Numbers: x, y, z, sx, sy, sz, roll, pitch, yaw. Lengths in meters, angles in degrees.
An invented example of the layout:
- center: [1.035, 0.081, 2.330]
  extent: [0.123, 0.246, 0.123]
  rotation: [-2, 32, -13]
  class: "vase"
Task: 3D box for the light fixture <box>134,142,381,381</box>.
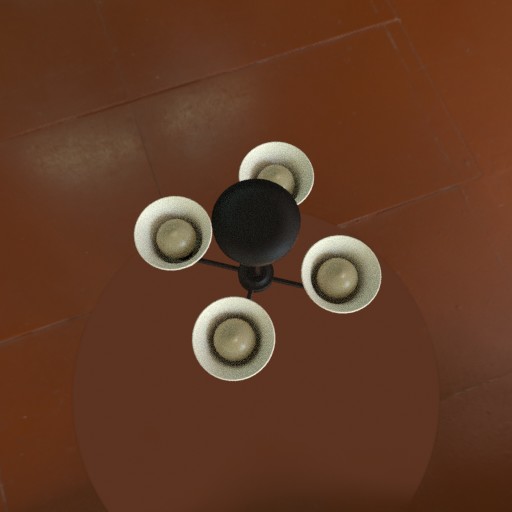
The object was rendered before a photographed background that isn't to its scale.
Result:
- center: [0.000, 0.000, 1.931]
  extent: [1.069, 0.925, 1.069]
  rotation: [14, 75, 4]
  class: "light fixture"
